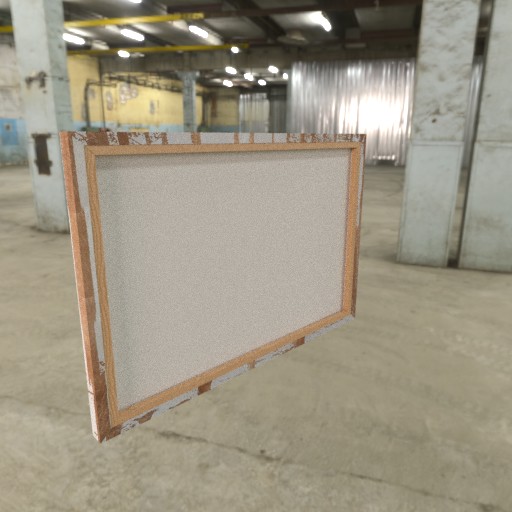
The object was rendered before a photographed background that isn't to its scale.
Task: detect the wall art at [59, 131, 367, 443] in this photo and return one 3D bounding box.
[{"bbox_3d":[0.000,0.000,1.139,0.914,0.609,0.035,-14,21,-43],"label":"wall art"}]
